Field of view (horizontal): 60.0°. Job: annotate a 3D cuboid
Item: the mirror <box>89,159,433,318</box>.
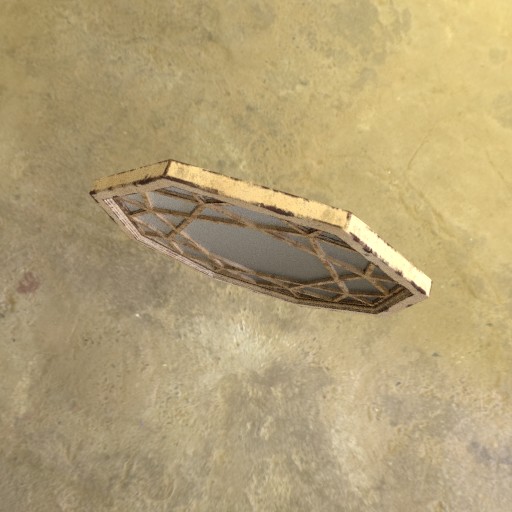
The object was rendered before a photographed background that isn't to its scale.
[{"bbox_3d":[0.000,0.000,0.936,0.648,0.648,0.031,17,75,5],"label":"mirror"}]
